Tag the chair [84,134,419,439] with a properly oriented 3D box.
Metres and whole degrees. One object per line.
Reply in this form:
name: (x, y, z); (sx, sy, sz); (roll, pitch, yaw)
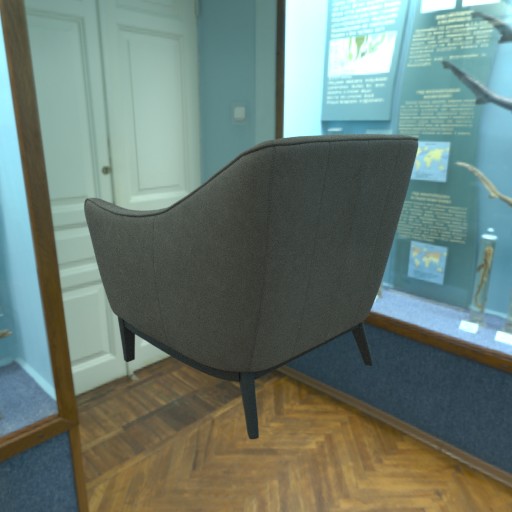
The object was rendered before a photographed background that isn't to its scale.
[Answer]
chair: (0.000, 0.000, 1.554); (0.871, 0.830, 0.852); (-15, 21, -41)
